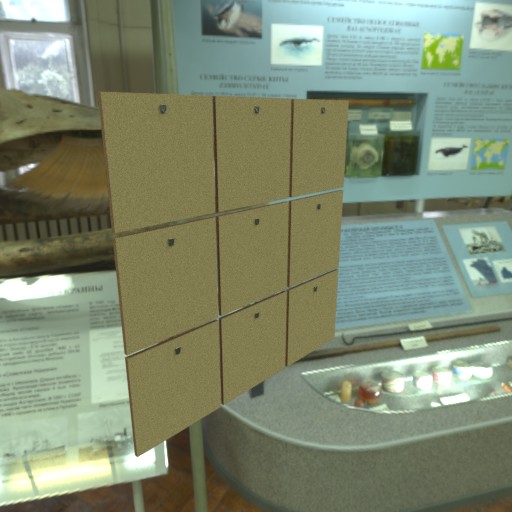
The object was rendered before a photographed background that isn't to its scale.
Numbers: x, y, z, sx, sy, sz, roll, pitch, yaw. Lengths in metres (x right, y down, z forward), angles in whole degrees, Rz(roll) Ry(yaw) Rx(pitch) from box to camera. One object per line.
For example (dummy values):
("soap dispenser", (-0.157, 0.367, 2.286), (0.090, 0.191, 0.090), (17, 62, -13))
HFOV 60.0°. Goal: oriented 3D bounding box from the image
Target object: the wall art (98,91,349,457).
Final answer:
("wall art", (0.000, 0.000, 1.807), (0.024, 1.218, 1.221), (16, 24, 41))
